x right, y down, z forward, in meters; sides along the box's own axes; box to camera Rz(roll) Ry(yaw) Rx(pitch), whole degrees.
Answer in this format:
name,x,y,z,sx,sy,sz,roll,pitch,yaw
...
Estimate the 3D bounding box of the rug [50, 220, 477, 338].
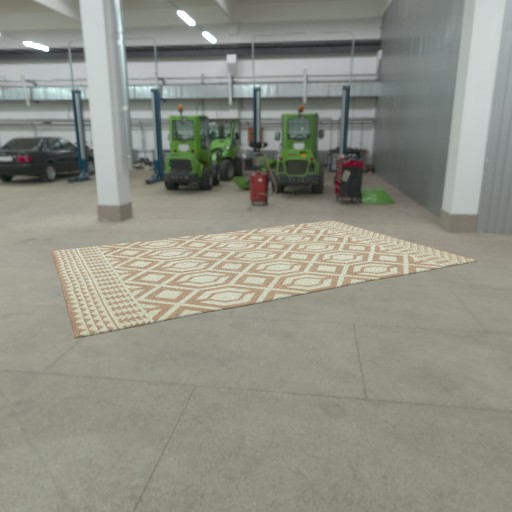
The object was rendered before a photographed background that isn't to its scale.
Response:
name,x,y,z,sx,sy,sz,roll,pitch,yaw
rug,0.000,0.000,2.970,2.435,0.011,1.526,-8,17,-26
